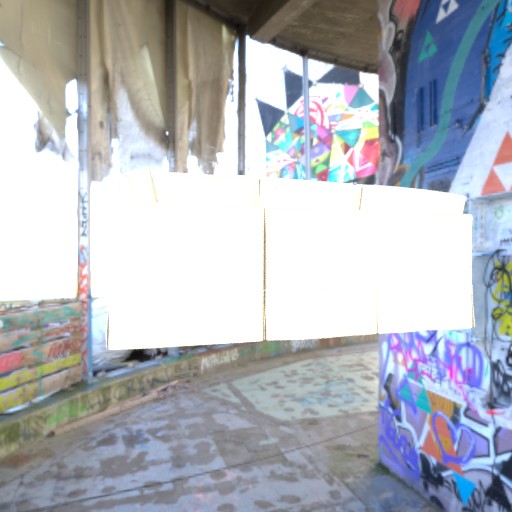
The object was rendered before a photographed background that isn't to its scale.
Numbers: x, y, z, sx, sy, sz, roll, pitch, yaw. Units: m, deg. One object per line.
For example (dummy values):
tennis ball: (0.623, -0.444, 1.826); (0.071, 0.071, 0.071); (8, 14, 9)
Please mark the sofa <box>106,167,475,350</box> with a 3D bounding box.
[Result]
sofa: (0.000, 0.000, 4.081); (2.591, 1.070, 2.597); (0, 0, -18)
